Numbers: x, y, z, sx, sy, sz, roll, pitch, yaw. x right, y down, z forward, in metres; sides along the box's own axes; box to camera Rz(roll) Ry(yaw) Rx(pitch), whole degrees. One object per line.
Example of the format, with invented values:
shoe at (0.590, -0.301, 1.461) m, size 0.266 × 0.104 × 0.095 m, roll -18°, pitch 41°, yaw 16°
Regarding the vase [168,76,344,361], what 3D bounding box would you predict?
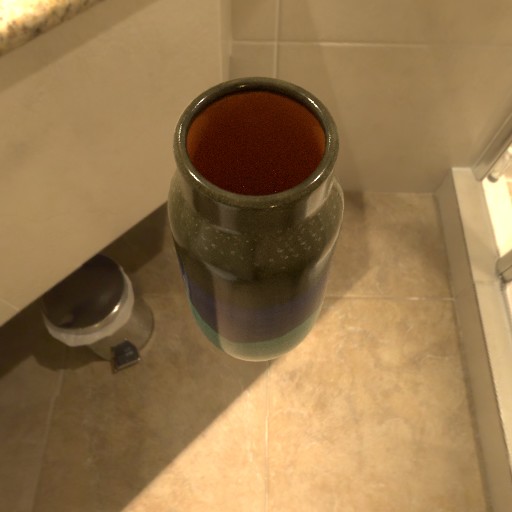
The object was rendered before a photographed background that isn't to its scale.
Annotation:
vase at (0.000, 0.000, 0.386) m, size 0.139 × 0.313 × 0.139 m, roll 0°, pitch 65°, yaw 0°
